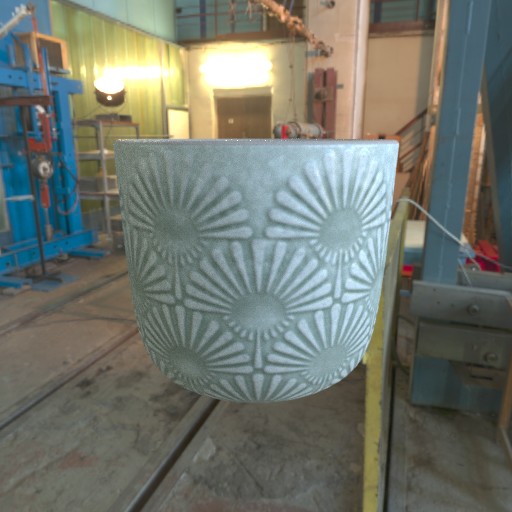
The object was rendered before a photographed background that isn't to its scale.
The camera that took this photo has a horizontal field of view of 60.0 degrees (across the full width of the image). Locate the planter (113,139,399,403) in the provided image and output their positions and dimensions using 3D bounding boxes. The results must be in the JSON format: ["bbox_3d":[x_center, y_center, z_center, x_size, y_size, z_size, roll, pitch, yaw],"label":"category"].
[{"bbox_3d":[0.000,0.000,0.215,0.124,0.109,0.124,0,15,0],"label":"planter"}]
